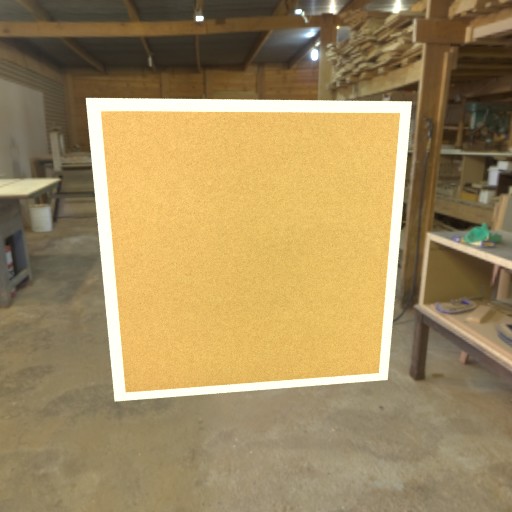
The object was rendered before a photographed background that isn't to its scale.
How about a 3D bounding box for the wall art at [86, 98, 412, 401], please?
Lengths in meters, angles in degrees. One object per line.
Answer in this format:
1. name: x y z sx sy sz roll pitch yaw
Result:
1. wall art: 0.000 0.000 1.147 0.763 0.761 0.038 -2 15 -8
